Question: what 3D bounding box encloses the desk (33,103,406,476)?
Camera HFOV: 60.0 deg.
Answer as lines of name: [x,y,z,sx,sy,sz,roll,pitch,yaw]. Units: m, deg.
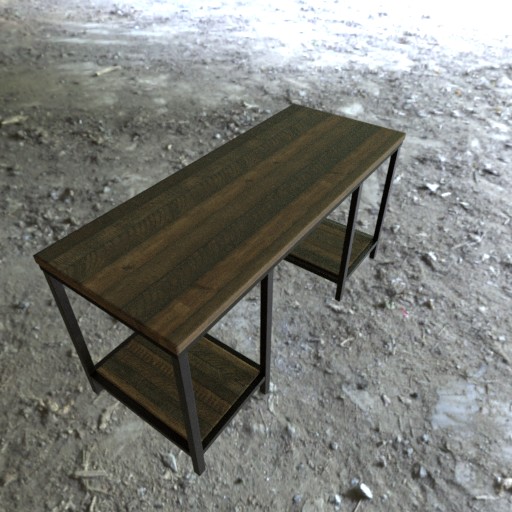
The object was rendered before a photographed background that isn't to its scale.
desk: [0.000,0.000,1.972,0.617,0.753,1.538,25,46,27]
